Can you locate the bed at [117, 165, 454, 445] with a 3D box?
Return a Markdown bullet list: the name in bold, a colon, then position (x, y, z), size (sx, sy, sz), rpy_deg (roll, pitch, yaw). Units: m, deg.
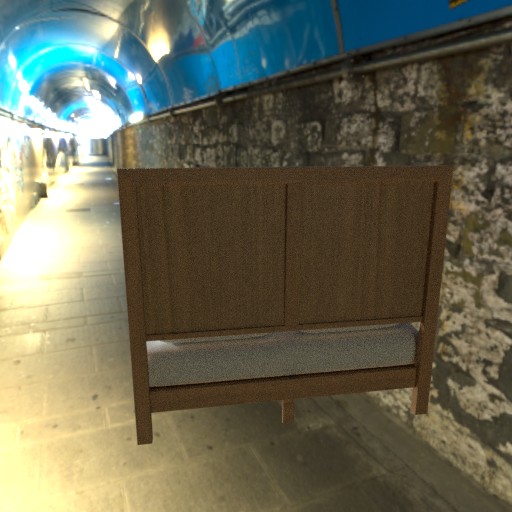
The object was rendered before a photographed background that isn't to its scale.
- **bed**: position (0.000, 0.000, 3.272), size (1.606, 1.387, 2.184), rpy_deg (-2, 14, -10)
